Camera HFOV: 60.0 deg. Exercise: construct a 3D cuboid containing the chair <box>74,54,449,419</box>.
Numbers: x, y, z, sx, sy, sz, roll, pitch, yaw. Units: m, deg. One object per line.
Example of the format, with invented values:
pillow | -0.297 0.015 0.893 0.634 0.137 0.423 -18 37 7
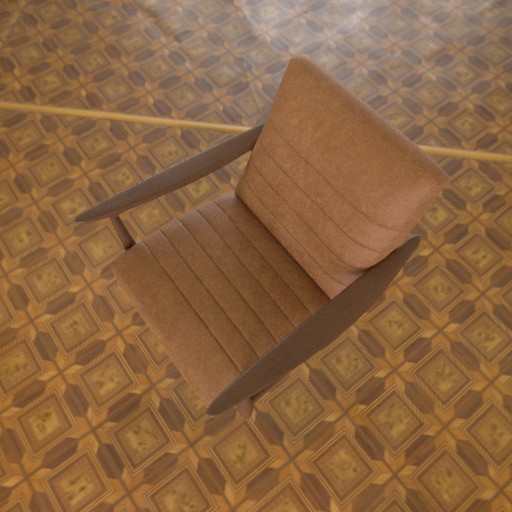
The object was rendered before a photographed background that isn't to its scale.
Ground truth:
chair | 0.000 0.000 1.424 0.798 0.832 0.741 -35 69 -16
